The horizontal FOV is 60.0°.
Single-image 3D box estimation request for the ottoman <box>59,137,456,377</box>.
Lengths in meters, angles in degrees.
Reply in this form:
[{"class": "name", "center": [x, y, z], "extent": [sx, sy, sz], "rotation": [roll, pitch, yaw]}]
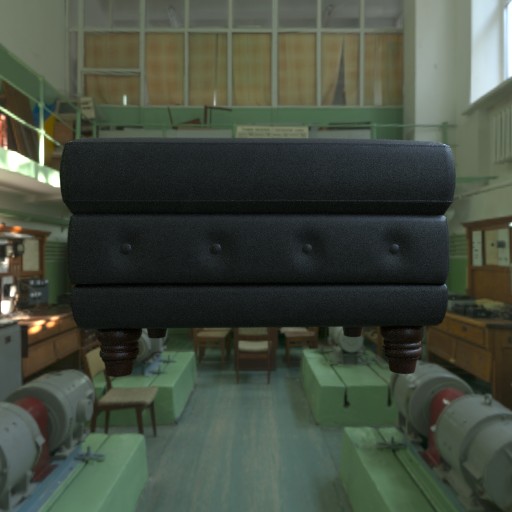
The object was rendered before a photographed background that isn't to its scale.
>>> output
[{"class": "ottoman", "center": [0.000, 0.000, 1.159], "extent": [0.795, 0.498, 0.590], "rotation": [0, 0, -2]}]
